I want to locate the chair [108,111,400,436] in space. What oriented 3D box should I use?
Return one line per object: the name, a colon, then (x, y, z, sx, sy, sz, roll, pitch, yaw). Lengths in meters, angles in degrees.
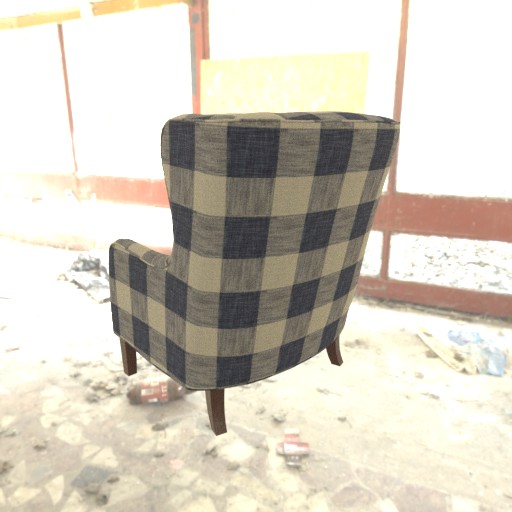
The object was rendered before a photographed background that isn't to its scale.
chair: (0.000, 0.000, 1.708, 0.830, 1.041, 0.889, -14, 21, -41)
